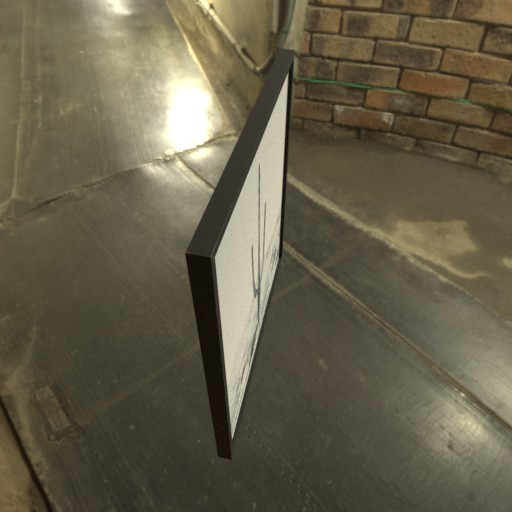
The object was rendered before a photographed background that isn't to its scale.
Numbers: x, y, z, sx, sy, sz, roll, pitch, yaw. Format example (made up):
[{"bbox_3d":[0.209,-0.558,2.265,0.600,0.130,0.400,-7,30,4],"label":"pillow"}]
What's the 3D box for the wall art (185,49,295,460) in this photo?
[{"bbox_3d":[0.000,0.000,1.154,0.038,0.762,0.762,9,46,9],"label":"wall art"}]
